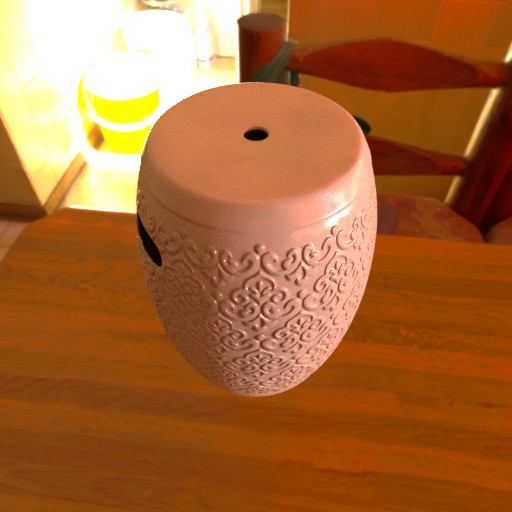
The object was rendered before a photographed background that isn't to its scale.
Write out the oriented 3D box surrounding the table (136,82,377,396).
[{"bbox_3d":[0.000,0.000,0.620,0.309,0.397,0.309,0,48,0],"label":"table"}]
